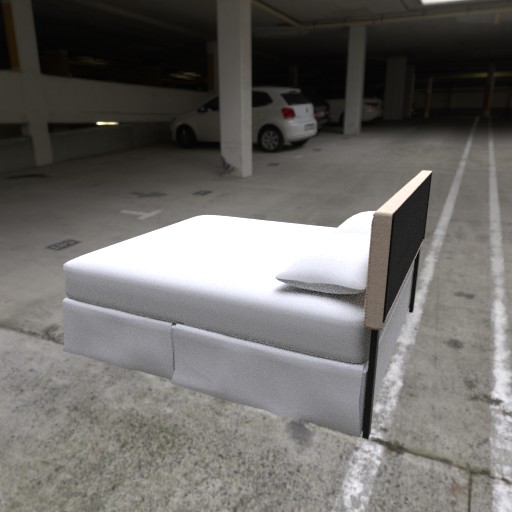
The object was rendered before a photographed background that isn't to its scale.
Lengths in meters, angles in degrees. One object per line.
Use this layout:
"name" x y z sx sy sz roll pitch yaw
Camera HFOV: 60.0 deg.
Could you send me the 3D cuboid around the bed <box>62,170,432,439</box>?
"bed" 0.000 0.000 2.842 1.876 1.016 1.616 8 19 25
